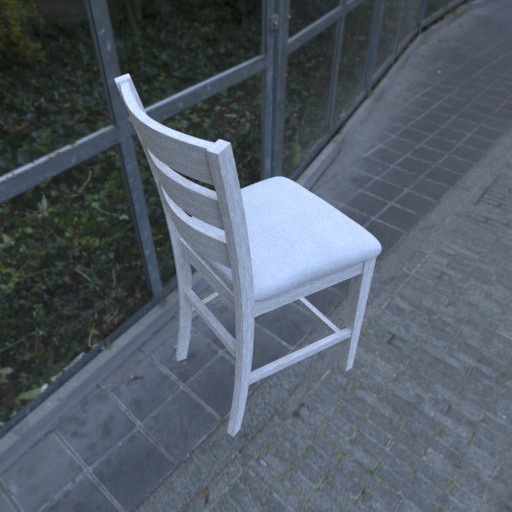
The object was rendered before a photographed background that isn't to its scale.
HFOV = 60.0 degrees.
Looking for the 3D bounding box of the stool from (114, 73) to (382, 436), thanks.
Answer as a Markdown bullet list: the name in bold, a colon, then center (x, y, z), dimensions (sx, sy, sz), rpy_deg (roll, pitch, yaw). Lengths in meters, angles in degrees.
- **stool**: center (0.000, 0.000, 1.322), dimensions (0.569, 1.032, 0.484), rpy_deg (-25, 47, -26)
